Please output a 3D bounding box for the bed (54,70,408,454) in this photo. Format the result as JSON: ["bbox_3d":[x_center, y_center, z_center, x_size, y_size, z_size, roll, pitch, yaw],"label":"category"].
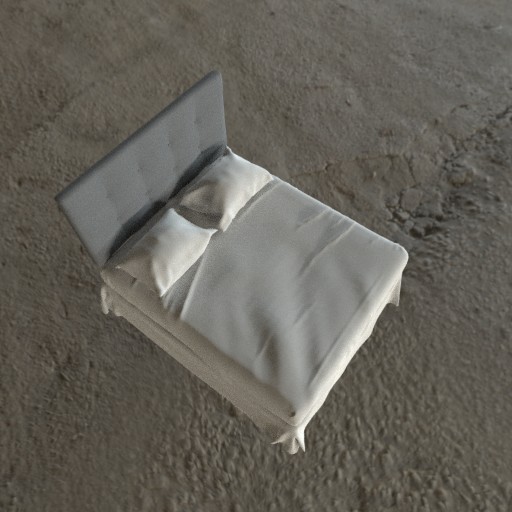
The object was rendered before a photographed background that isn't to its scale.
[{"bbox_3d":[0.000,0.000,3.525,2.222,1.577,1.936,33,64,18],"label":"bed"}]
